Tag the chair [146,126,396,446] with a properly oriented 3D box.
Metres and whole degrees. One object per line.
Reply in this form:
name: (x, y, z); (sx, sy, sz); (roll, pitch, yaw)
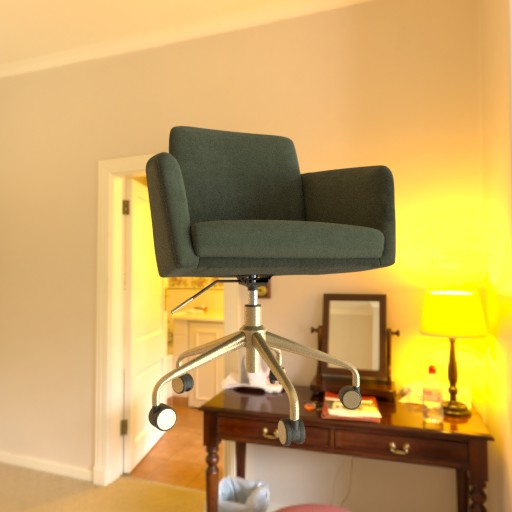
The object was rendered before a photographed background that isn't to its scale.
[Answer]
chair: (0.000, 0.000, 1.313); (0.641, 0.908, 0.635); (1, -2, -19)
